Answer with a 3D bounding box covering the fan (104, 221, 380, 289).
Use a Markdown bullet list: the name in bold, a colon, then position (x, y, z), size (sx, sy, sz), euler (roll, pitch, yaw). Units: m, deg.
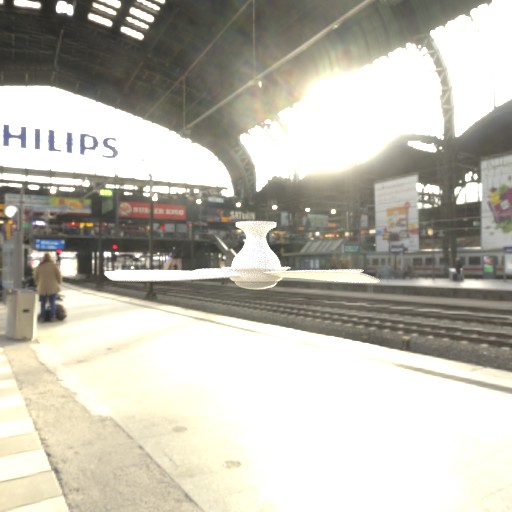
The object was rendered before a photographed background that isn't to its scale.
- **fan**: position (0.000, 0.000, 2.551), size (1.693, 0.382, 1.694), euler (1, -1, -35)
